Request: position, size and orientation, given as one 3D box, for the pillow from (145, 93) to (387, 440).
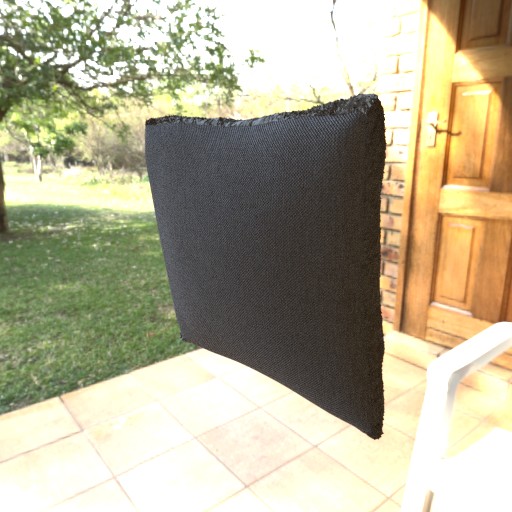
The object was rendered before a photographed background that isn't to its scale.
[{"bbox_3d":[0.000,0.000,0.802,0.529,0.515,0.218,14,20,43],"label":"pillow"}]
